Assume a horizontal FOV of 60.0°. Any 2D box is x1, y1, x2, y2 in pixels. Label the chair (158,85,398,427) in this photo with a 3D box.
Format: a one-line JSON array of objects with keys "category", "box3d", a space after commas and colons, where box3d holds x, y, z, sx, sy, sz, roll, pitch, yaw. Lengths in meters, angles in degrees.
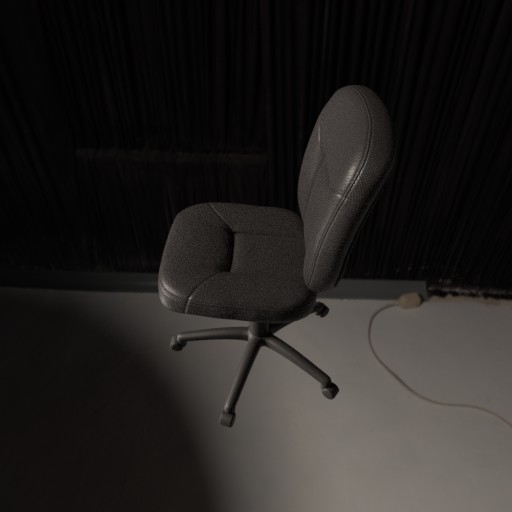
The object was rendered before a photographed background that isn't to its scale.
[{"category": "chair", "box3d": [0.000, 0.000, 1.365, 0.646, 0.959, 0.647, 1, 42, 1]}]
